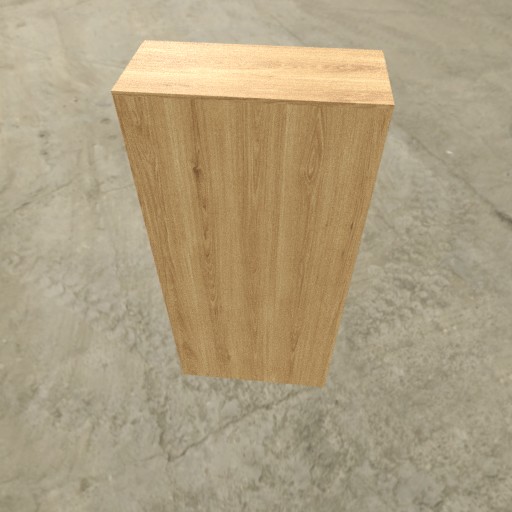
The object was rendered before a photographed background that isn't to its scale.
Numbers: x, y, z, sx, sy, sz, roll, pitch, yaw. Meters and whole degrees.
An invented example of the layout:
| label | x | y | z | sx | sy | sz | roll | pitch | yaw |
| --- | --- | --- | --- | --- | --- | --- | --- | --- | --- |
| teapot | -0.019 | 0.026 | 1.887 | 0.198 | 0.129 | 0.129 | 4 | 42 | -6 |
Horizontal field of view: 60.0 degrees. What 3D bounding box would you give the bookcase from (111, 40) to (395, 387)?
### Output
| label | x | y | z | sx | sy | sz | roll | pitch | yaw |
| --- | --- | --- | --- | --- | --- | --- | --- | --- | --- |
| bookcase | 0.000 | 0.000 | 2.361 | 0.950 | 2.020 | 0.420 | 4 | 48 | 4 |
